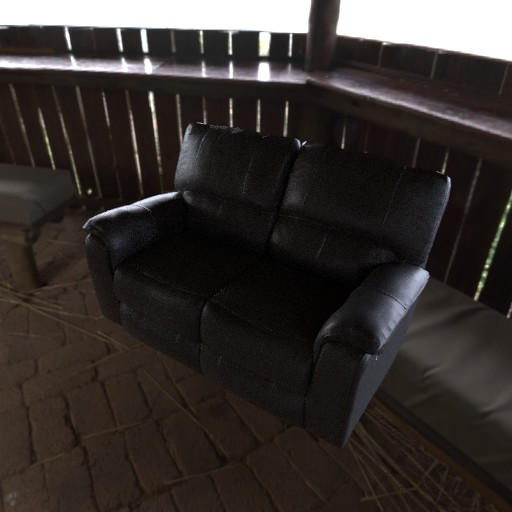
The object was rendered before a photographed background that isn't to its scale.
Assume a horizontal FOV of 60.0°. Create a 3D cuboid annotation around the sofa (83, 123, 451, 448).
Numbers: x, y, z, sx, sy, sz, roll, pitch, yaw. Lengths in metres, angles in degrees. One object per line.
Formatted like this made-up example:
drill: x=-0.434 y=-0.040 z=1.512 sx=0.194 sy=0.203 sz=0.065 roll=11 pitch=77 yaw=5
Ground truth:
sofa: x=0.000 y=0.000 z=2.452 sx=1.765 sy=1.111 sz=1.104 roll=20 pitch=37 yaw=29
